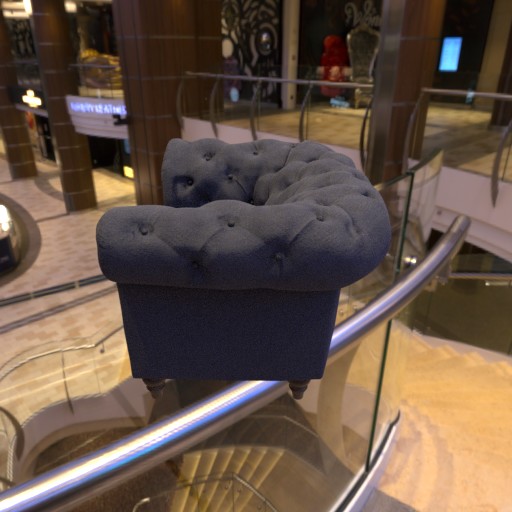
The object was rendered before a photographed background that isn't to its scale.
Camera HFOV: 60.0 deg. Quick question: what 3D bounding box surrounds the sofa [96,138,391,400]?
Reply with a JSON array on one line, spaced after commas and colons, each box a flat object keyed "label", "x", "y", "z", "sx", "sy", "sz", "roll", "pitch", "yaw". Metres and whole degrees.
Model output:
[{"label": "sofa", "x": 0.000, "y": 0.000, "z": 2.058, "sx": 1.032, "sy": 0.878, "sz": 1.405, "roll": 0, "pitch": 25, "yaw": 0}]
